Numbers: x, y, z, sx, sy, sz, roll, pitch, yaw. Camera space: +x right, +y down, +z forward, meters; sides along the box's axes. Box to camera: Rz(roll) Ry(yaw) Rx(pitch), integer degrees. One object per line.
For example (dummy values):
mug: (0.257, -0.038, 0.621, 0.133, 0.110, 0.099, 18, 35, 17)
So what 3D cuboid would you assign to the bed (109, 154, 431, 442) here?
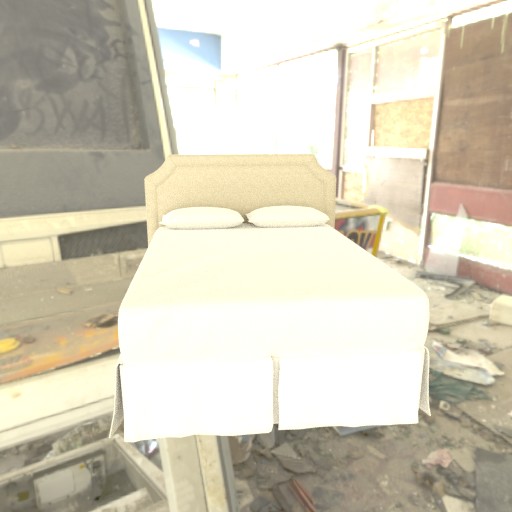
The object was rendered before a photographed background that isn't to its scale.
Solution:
bed: (0.000, 0.000, 3.029, 1.693, 1.290, 2.116, -2, 15, -7)
